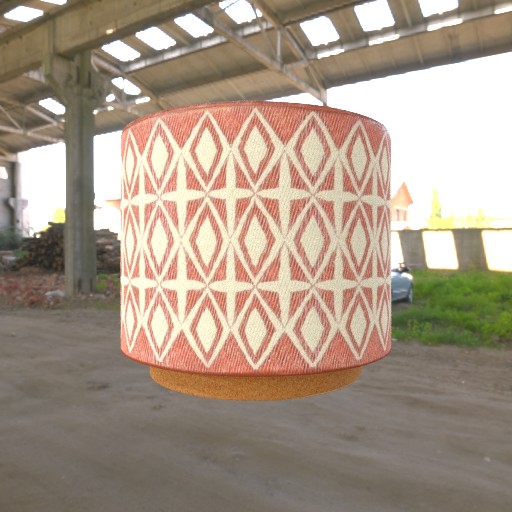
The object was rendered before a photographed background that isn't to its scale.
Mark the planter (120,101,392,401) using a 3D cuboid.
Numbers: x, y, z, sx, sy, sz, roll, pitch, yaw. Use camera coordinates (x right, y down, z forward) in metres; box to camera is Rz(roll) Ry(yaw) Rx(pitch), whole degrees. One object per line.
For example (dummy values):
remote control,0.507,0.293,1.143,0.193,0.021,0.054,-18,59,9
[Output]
planter,0.000,0.000,0.468,0.273,0.237,0.273,0,0,0
